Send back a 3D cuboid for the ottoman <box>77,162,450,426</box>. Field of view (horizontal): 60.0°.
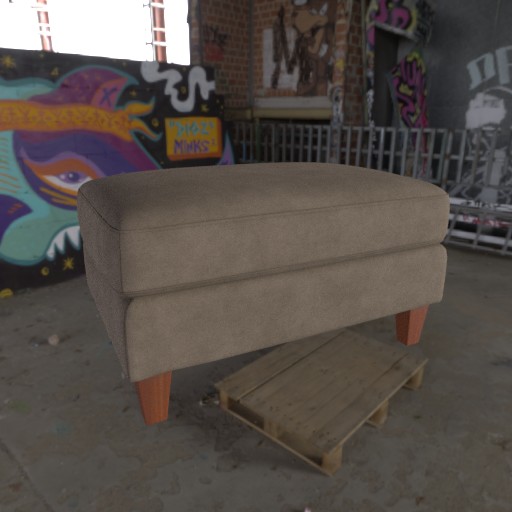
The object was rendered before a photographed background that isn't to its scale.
[{"bbox_3d":[0.000,0.000,1.226,0.864,0.483,0.584,-9,20,-26],"label":"ottoman"}]
